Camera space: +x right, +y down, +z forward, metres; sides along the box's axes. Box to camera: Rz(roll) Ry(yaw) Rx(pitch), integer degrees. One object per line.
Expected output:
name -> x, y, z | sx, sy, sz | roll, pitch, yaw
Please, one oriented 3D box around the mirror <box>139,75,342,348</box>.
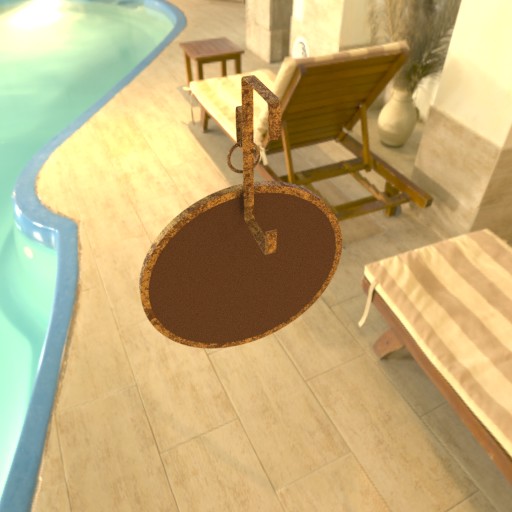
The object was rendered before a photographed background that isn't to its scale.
mirror -> 0.000, 0.000, 0.840 | 0.447, 0.651, 0.144 | -14, 44, -15
